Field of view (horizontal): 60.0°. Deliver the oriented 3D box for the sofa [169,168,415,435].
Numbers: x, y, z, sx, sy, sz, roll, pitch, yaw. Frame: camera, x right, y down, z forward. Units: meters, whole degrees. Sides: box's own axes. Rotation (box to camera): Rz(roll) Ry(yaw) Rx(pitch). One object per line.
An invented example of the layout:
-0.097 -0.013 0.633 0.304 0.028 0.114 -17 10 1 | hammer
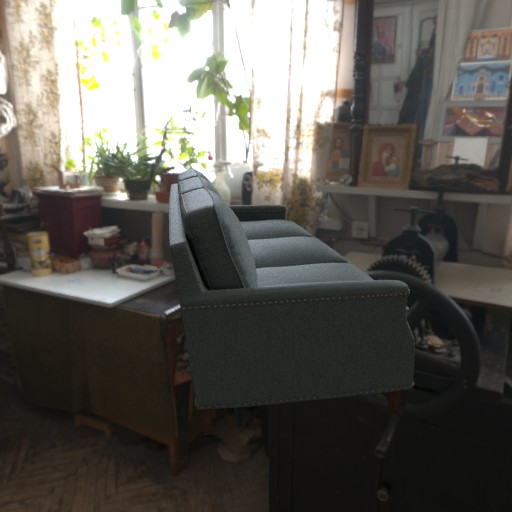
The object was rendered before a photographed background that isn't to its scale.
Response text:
0.000 0.000 2.890 1.084 1.003 2.246 -3 16 -10 | sofa
